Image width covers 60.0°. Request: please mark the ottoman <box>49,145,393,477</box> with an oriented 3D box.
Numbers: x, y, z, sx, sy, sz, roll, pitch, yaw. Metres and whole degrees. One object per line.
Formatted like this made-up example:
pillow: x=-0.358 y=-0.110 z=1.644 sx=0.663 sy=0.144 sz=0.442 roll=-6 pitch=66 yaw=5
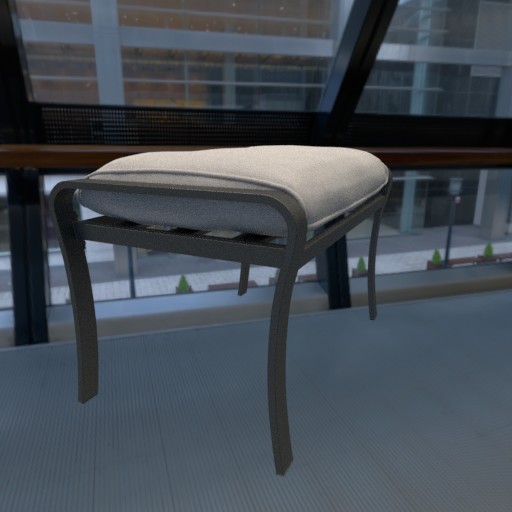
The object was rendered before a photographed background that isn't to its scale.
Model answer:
ottoman: x=0.000 y=0.000 z=0.888 sx=0.406 sy=0.422 sz=0.610 roll=8 pitch=18 yaw=25
